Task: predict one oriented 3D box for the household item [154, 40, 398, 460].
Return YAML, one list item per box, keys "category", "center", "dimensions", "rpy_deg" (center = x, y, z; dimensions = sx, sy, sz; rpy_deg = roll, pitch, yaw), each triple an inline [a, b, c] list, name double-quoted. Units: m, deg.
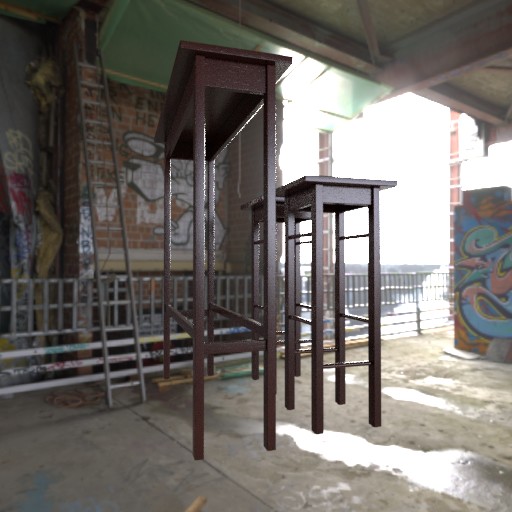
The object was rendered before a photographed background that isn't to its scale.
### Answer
- category: "household item"
  center: [0.000, 0.000, 1.639]
  dimensions: [0.676, 1.067, 0.914]
  rpy_deg: [0, -1, -17]
